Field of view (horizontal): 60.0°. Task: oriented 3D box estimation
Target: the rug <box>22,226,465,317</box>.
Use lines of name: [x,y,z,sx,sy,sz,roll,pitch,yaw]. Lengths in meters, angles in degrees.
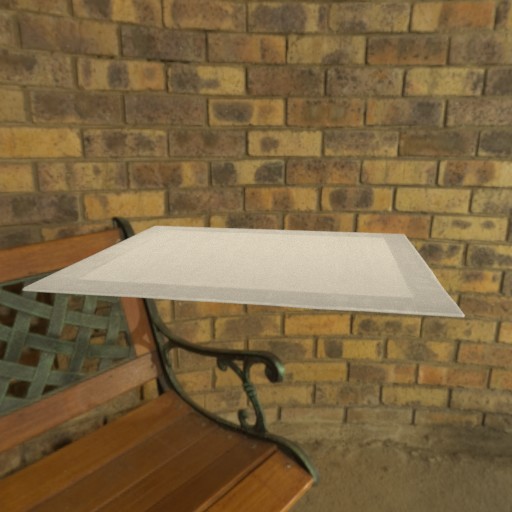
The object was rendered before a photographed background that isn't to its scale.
rug: [0.000,0.000,4.065,2.976,0.018,2.430,2,15,9]
